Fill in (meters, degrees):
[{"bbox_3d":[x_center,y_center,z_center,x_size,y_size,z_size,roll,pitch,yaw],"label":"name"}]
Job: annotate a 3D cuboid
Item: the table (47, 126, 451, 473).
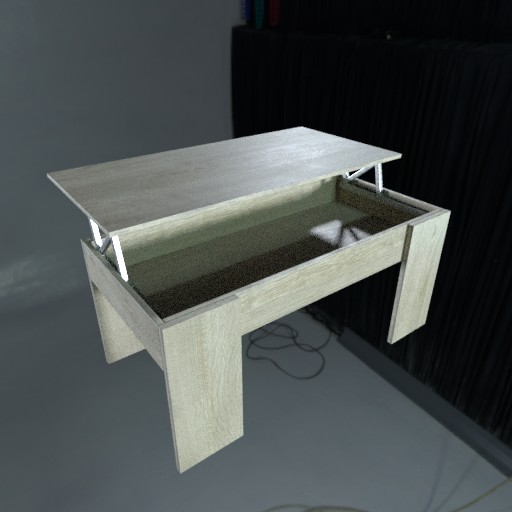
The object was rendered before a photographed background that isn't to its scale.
[{"bbox_3d":[0.000,0.000,1.449,1.000,0.570,0.711,-20,35,-32],"label":"table"}]
